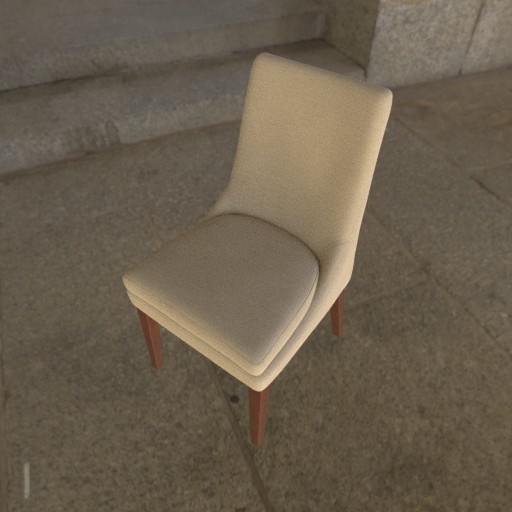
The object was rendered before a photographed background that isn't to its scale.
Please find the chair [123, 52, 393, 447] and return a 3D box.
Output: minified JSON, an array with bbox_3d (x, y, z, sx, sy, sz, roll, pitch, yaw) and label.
[{"bbox_3d":[0.000,0.000,1.337,0.515,0.940,0.638,29,52,25],"label":"chair"}]
